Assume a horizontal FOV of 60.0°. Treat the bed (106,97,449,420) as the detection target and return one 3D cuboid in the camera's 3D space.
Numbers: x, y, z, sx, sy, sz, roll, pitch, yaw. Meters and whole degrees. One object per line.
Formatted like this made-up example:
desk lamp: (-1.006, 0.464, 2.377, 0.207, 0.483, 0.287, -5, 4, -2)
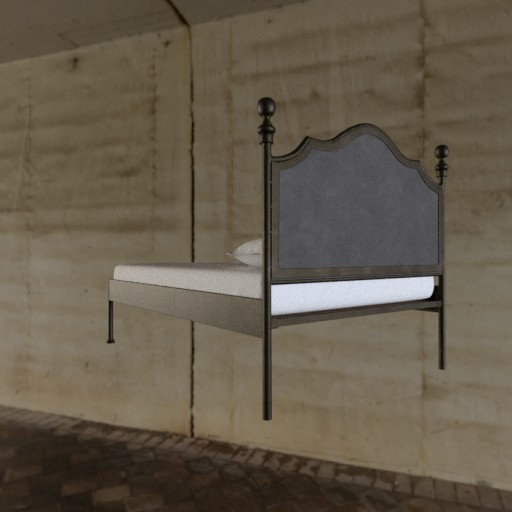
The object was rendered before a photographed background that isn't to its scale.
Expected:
bed: (0.000, 0.000, 3.273, 1.533, 1.462, 2.170, 0, 0, -37)
